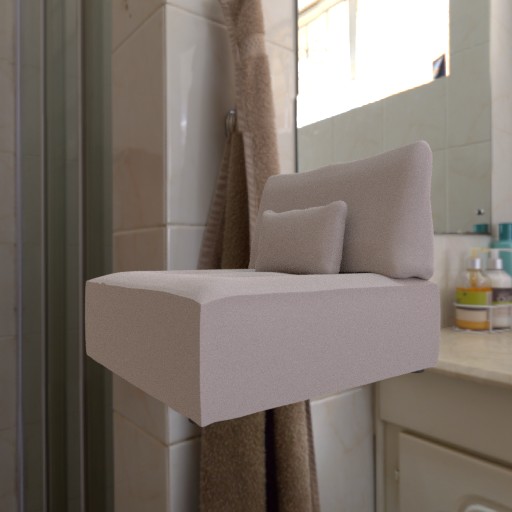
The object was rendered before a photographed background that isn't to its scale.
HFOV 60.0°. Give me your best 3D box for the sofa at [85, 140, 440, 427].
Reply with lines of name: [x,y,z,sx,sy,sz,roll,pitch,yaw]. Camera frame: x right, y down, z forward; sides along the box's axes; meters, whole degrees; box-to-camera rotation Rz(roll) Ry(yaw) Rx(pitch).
sofa: [0.000,0.000,1.678,1.000,0.828,0.935,0,0,-36]
